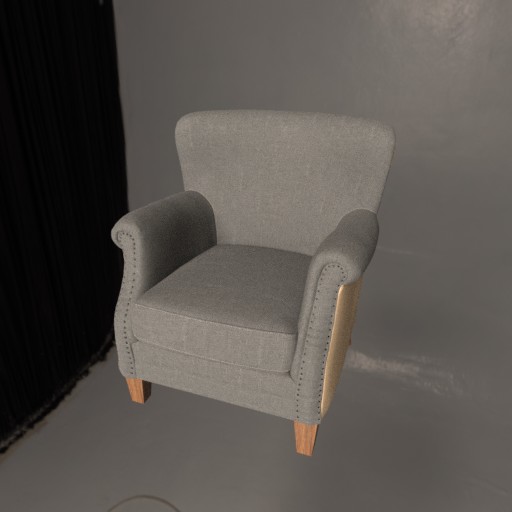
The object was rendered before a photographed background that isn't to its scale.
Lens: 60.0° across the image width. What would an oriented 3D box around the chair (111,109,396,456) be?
[{"bbox_3d":[0.000,0.000,1.642,0.861,0.936,0.921,9,27,18],"label":"chair"}]
